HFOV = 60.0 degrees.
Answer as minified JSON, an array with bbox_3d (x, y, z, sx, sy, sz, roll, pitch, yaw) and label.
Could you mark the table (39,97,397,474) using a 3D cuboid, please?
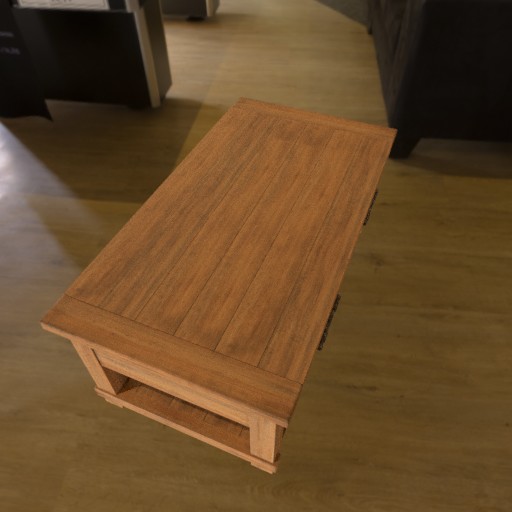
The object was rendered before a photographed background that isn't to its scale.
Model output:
[{"bbox_3d":[0.000,0.000,1.622,0.693,0.494,1.270,17,50,15],"label":"table"}]
